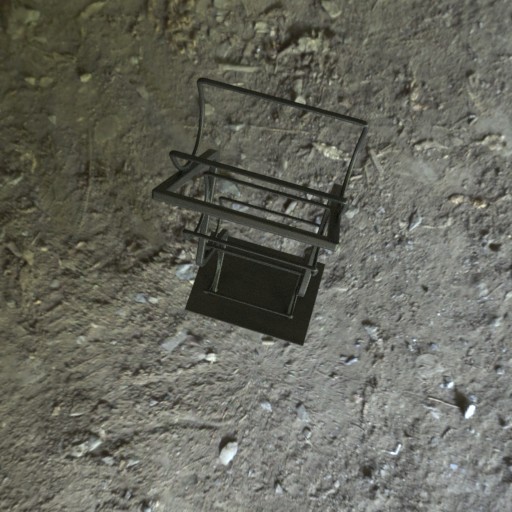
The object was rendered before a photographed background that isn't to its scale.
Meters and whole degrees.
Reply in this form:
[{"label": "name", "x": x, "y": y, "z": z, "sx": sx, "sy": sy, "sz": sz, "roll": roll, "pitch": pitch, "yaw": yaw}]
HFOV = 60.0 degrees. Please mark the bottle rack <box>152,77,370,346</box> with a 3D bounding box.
[{"label": "bottle rack", "x": 0.000, "y": 0.000, "z": 0.668, "sx": 0.254, "sy": 0.559, "sz": 0.178, "roll": 16, "pitch": 77, "yaw": 4}]
